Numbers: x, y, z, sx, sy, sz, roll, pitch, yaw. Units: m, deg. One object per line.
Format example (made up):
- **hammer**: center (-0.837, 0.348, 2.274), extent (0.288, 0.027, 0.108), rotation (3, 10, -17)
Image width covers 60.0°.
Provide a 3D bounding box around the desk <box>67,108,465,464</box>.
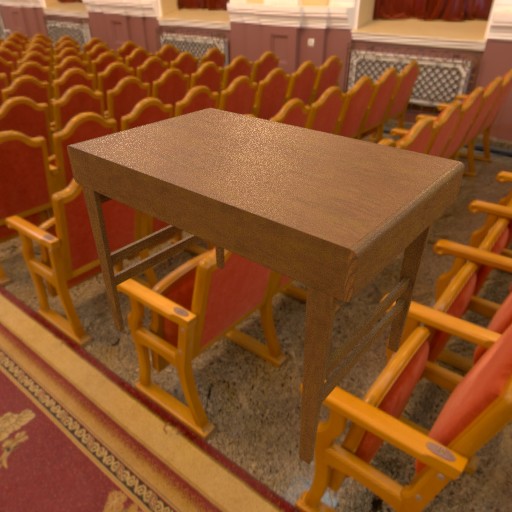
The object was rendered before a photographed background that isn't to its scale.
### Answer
- **desk**: center (0.000, 0.000, 1.578), extent (1.066, 0.754, 0.660), rotation (23, 39, 33)
